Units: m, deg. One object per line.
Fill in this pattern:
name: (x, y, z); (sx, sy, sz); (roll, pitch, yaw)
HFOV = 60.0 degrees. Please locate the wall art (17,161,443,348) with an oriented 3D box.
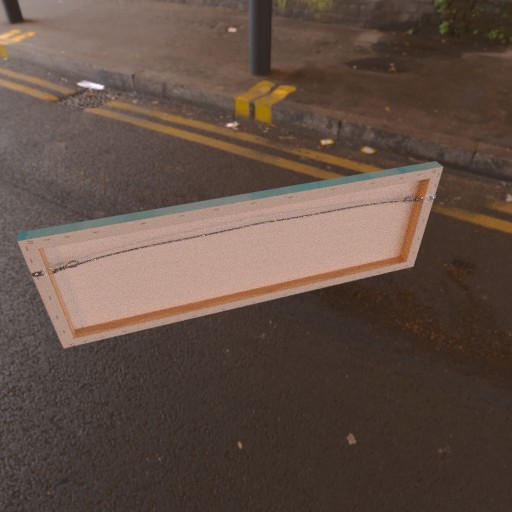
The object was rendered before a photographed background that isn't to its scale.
wall art: (0.000, 0.000, 0.840); (0.759, 0.254, 0.044); (-12, 41, -14)
